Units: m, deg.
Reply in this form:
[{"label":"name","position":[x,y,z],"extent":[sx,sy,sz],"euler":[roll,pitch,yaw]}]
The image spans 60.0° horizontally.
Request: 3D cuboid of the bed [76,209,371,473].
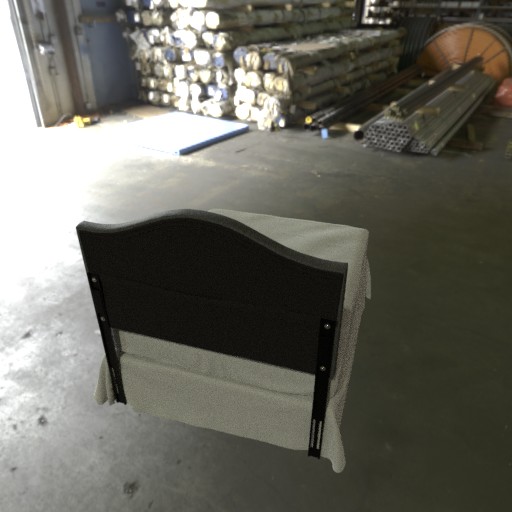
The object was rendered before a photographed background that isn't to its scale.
[{"label":"bed","position":[0.000,0.000,3.541],"extent":[1.876,1.645,2.221],"euler":[9,32,15]}]
